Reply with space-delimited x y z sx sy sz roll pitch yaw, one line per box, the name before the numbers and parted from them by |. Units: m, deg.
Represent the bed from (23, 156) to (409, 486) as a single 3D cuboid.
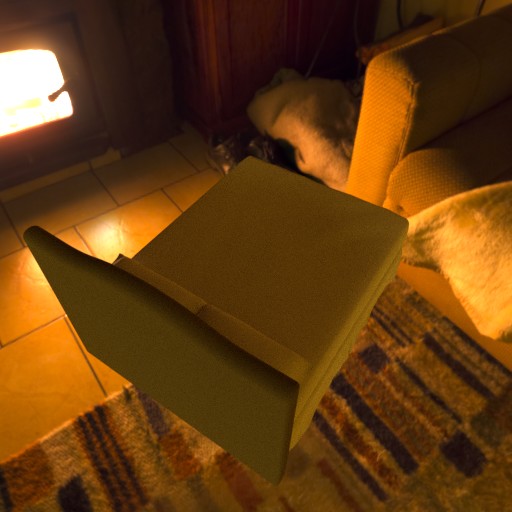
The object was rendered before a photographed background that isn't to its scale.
bed | 0.000 0.000 3.043 1.666 1.387 2.036 27 54 22
